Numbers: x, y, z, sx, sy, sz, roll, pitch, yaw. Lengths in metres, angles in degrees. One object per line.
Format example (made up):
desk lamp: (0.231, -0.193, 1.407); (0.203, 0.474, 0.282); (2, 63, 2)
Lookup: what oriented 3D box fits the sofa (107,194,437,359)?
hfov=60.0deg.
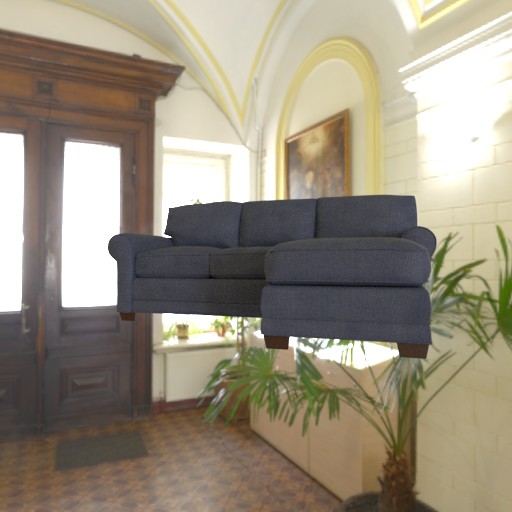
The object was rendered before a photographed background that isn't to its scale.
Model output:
sofa: (0.000, 0.000, 3.399); (2.567, 1.063, 1.780); (0, -1, 19)
